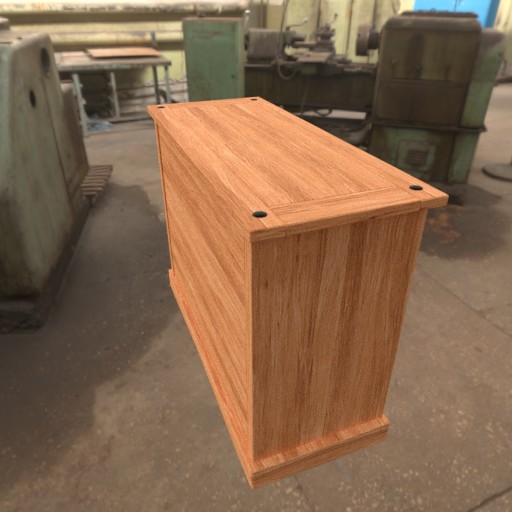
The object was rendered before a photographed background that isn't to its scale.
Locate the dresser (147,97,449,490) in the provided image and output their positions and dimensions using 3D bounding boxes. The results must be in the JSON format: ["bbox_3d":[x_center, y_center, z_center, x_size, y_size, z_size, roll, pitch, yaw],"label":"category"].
[{"bbox_3d":[0.000,0.000,1.370,0.410,0.740,0.990,-11,33,-18],"label":"dresser"}]
